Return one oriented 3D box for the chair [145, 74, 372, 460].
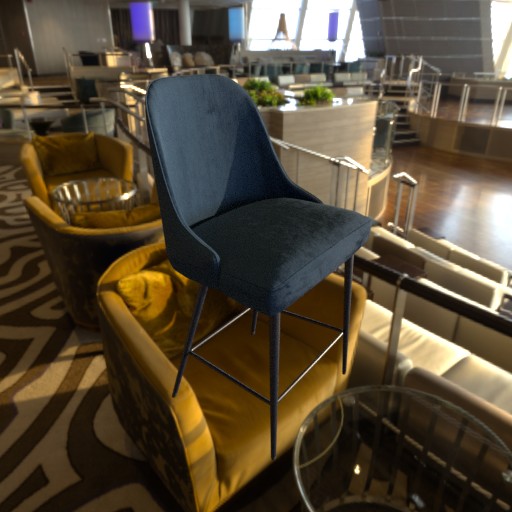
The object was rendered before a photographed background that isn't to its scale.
[{"bbox_3d":[0.000,0.000,1.251,0.489,0.927,0.526,18,31,32],"label":"chair"}]
